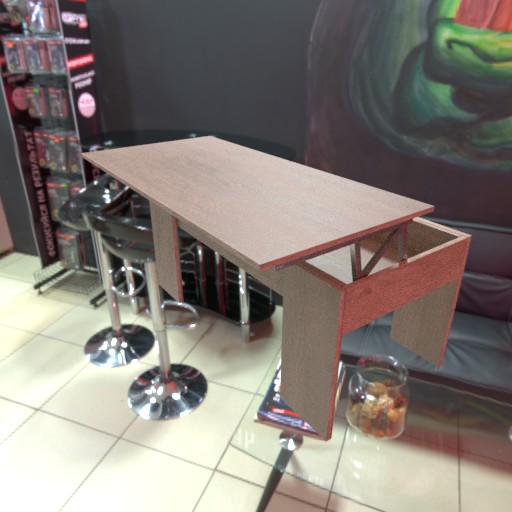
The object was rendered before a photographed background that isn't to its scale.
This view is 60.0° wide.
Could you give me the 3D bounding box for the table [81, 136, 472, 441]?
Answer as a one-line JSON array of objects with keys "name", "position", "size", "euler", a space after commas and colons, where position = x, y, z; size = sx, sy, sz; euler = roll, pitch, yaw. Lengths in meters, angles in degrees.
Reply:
[{"name": "table", "position": [0.000, 0.000, 1.424], "size": [0.711, 0.570, 1.000], "euler": [-18, 31, -32]}]
